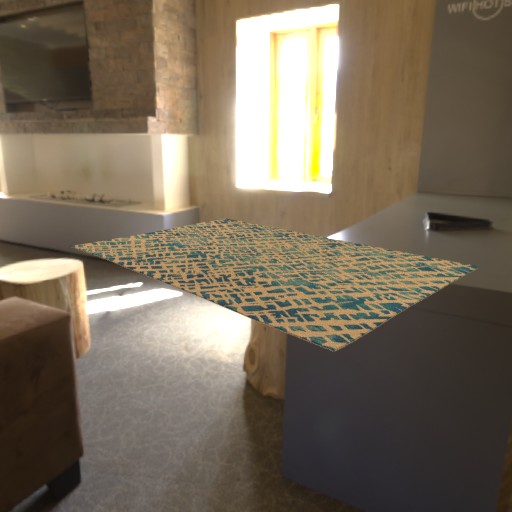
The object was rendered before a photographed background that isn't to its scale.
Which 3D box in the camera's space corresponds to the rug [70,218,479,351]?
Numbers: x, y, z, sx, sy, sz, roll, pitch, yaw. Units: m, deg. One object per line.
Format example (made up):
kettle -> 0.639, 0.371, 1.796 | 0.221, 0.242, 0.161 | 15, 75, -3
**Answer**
rug -> 0.000, 0.000, 2.341 | 1.830, 0.011, 1.209 | 14, 21, 43
